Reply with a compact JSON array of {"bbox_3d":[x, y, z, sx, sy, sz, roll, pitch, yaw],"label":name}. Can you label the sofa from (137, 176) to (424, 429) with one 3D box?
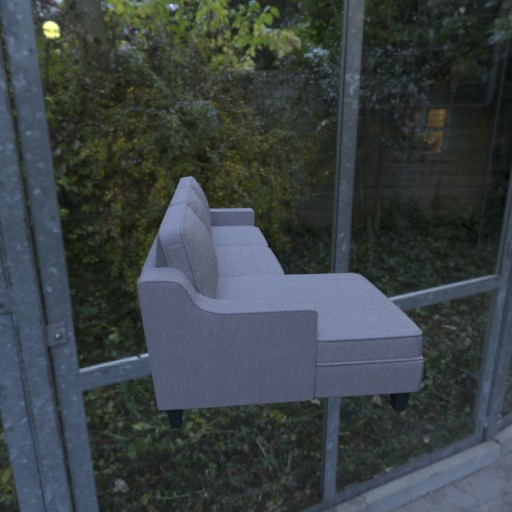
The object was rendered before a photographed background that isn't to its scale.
[{"bbox_3d":[0.000,0.000,3.158,1.294,0.928,2.561,-2,16,-7],"label":"sofa"}]
